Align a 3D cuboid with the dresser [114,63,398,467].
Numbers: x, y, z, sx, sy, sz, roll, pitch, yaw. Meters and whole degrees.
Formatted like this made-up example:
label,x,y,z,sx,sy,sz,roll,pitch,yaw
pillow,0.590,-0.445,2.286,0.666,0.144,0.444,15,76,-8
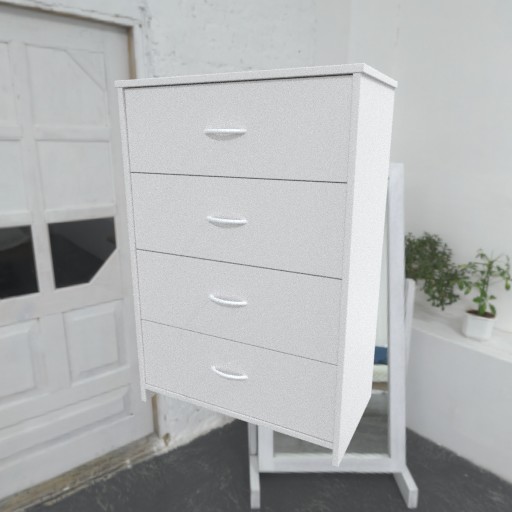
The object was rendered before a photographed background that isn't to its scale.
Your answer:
label,x,y,z,sx,sy,sz,roll,pitch,yaw
dresser,0.000,0.000,1.383,0.704,1.021,0.401,8,17,26
